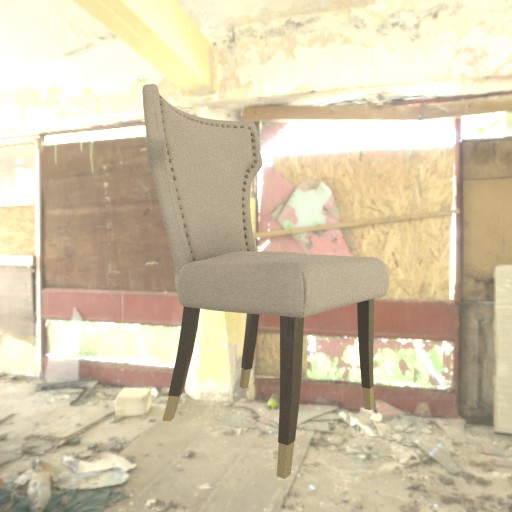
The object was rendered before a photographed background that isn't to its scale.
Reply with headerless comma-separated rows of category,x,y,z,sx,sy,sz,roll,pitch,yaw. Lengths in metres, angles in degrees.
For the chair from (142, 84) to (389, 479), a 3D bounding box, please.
chair,0.000,0.000,1.309,0.630,0.950,0.526,1,2,36
